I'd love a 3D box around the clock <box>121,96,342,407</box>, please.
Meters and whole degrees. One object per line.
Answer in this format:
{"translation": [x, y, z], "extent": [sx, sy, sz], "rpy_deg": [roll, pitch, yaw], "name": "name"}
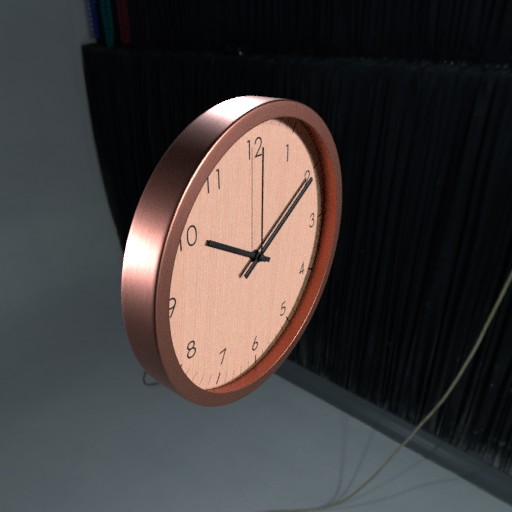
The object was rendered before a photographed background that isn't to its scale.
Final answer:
{"translation": [0.000, 0.000, 0.464], "extent": [0.040, 0.313, 0.313], "rpy_deg": [19, 33, 32], "name": "clock"}
